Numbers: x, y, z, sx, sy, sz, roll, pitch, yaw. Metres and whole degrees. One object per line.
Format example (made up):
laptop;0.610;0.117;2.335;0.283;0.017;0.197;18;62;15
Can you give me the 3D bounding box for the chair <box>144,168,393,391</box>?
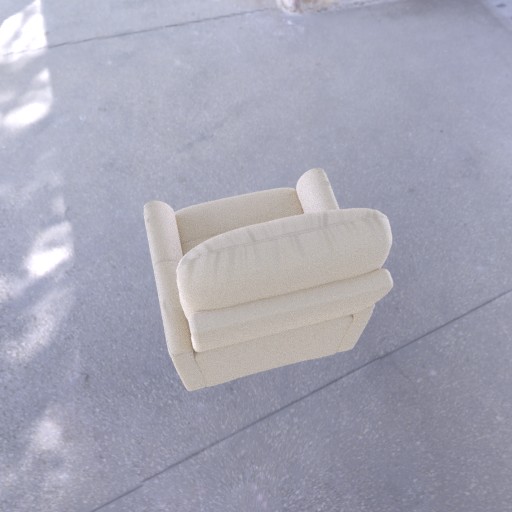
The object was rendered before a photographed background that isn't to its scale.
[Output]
chair;0.000;0.000;1.675;0.775;1.082;0.831;-13;60;-8
